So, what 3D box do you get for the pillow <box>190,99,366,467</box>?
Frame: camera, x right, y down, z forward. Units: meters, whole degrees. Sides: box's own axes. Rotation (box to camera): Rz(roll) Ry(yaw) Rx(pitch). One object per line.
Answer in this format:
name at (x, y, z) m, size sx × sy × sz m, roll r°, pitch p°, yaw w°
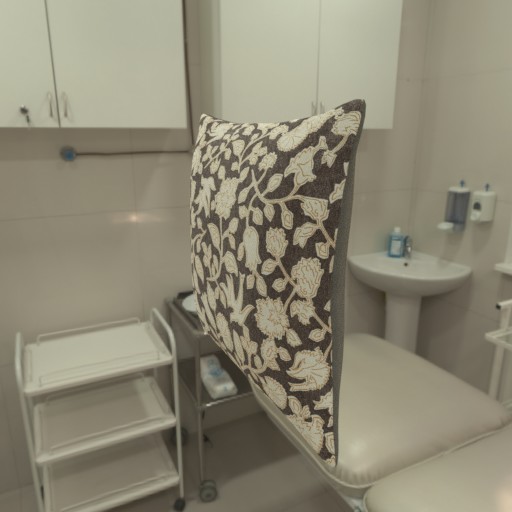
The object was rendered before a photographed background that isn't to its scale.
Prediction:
pillow at (0.000, 0.000, 0.800) m, size 0.166 × 0.507 × 0.526 m, roll -8°, pitch 18°, yaw -26°
